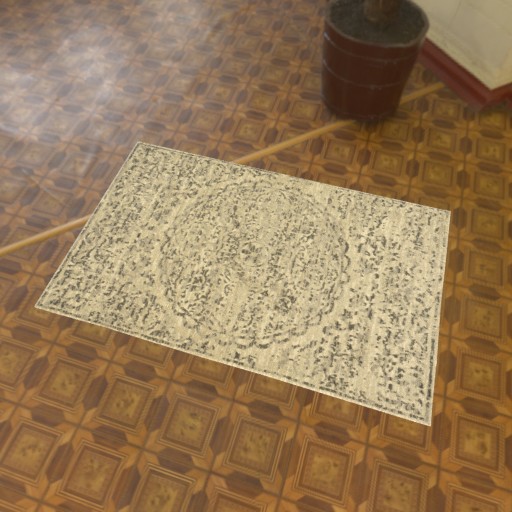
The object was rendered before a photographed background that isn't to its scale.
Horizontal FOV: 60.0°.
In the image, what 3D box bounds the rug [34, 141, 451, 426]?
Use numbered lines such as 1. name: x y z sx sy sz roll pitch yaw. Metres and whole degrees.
1. rug: 0.000 0.000 2.977 2.447 0.021 1.527 14 59 9
